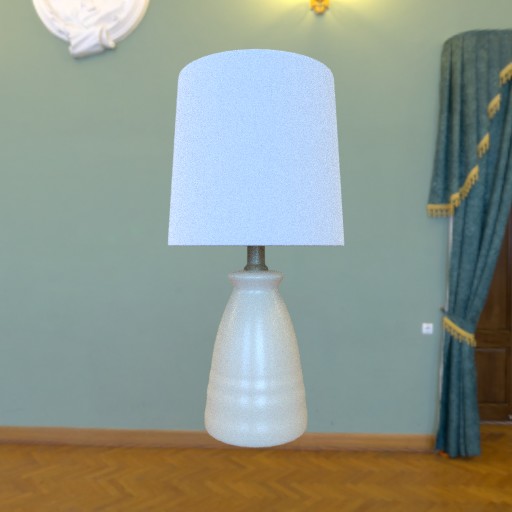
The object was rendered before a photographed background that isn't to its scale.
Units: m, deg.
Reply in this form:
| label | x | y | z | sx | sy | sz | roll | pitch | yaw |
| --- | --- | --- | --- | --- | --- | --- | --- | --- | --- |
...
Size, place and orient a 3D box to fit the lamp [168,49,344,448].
| label | x | y | z | sx | sy | sz | roll | pitch | yaw |
| --- | --- | --- | --- | --- | --- | --- | --- | --- | --- |
| lamp | 0.000 | 0.000 | 0.477 | 0.186 | 0.369 | 0.186 | 0 | 1 | 0 |
